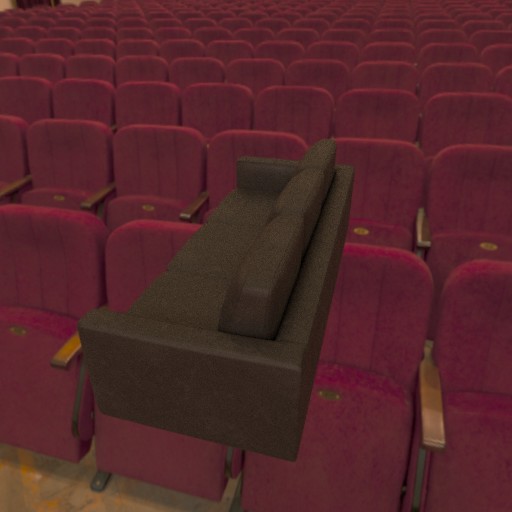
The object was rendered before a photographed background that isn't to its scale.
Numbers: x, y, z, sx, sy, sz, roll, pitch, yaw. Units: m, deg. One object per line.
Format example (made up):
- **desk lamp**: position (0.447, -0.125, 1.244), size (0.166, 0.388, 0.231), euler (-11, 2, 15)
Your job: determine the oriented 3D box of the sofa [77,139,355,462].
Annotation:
- **sofa**: position (0.000, 0.000, 2.472), size (0.879, 0.899, 2.029), euler (8, 31, 13)
